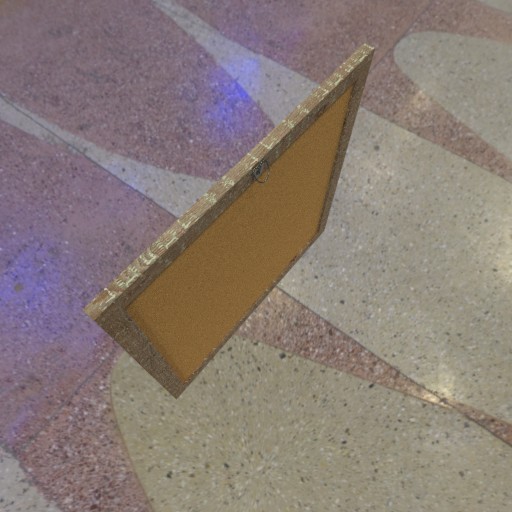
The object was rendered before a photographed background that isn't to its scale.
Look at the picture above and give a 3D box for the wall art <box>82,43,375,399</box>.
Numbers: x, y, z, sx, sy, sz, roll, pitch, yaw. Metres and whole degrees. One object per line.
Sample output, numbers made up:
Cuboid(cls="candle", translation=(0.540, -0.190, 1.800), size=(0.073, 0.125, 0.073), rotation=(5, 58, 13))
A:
Cuboid(cls="wall art", translation=(0.000, 0.000, 0.563), size=(0.022, 0.380, 0.380), rotation=(37, 69, 16))
